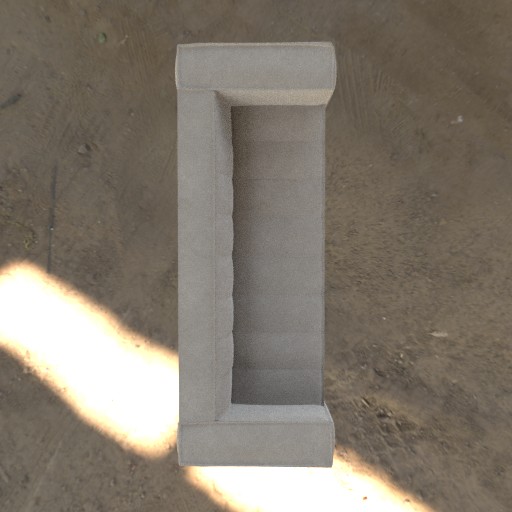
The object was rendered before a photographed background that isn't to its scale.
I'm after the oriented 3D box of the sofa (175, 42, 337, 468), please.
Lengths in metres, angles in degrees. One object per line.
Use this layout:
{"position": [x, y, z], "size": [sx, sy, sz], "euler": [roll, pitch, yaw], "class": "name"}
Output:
{"position": [0.000, 0.000, 3.091], "size": [1.038, 0.680, 2.697], "euler": [0, 91, 0], "class": "sofa"}
